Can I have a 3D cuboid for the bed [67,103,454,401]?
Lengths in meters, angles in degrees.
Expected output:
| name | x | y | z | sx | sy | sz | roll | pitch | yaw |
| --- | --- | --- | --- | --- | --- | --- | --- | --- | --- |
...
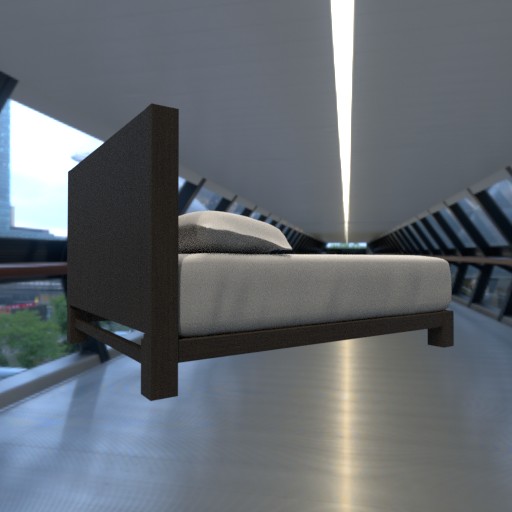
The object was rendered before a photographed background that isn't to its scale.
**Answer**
| name | x | y | z | sx | sy | sz | roll | pitch | yaw |
| --- | --- | --- | --- | --- | --- | --- | --- | --- | --- |
| bed | 0.000 | 0.000 | 3.228 | 2.242 | 1.270 | 1.727 | 1 | -1 | -34 |
